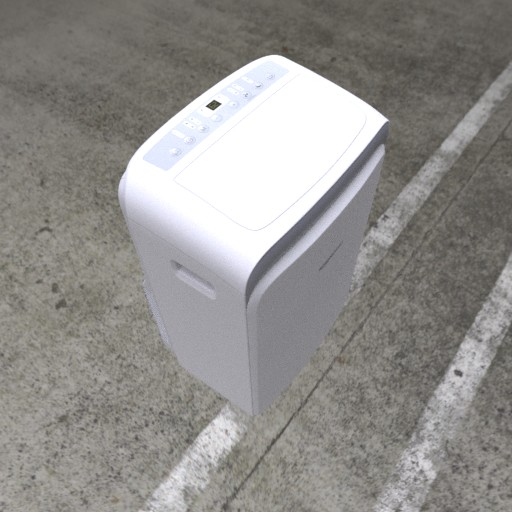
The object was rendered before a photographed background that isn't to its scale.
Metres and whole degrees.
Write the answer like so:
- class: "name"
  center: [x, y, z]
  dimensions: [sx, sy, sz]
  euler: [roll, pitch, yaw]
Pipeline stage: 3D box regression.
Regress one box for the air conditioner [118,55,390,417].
- class: "air conditioner"
  center: [0.000, 0.000, 0.957]
  dimensions: [0.365, 0.700, 0.454]
  euler: [33, 62, 20]
